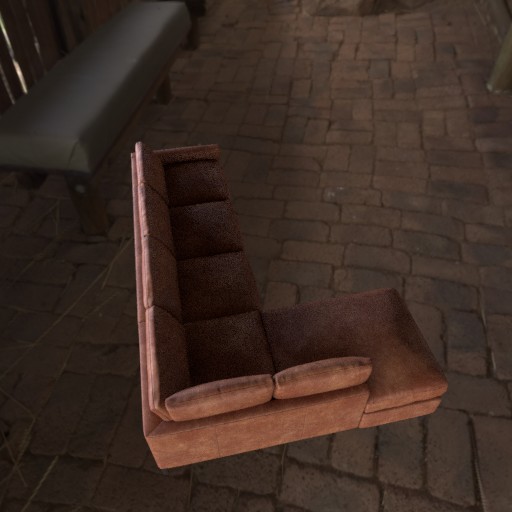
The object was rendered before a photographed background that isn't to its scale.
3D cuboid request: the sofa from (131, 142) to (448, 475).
[{"bbox_3d":[0.000,0.000,3.768,1.938,0.877,2.984,-9,47,-8],"label":"sofa"}]
